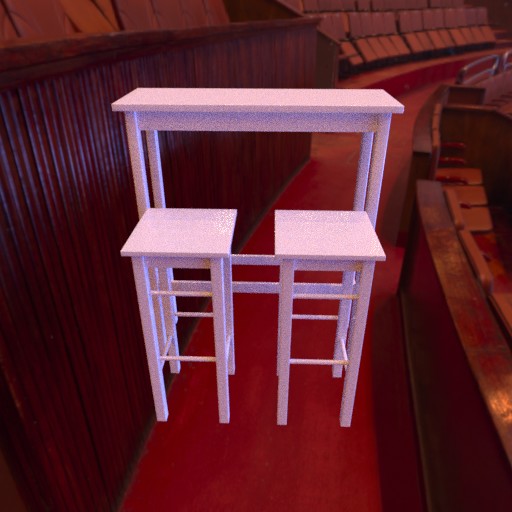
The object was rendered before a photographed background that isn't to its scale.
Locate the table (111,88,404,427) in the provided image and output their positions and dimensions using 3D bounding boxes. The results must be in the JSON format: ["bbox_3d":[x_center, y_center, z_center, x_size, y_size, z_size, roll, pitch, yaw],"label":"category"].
[{"bbox_3d":[0.000,0.000,1.631,0.915,1.065,0.650,1,30,2],"label":"table"}]
